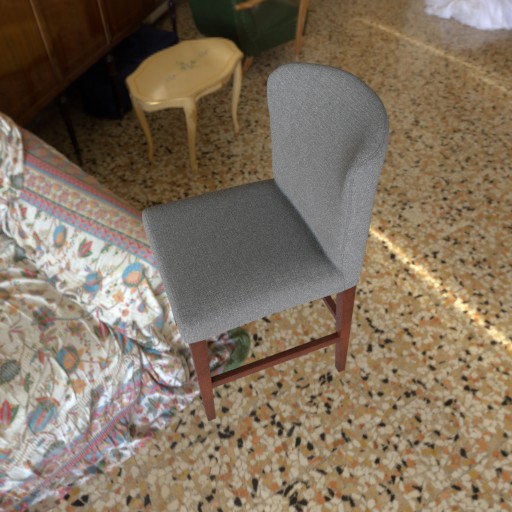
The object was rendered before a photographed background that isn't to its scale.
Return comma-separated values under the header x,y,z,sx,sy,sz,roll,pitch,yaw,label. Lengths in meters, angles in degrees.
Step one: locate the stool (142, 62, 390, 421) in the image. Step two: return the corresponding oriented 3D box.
x,y,z,sx,sy,sz,roll,pitch,yaw,label
0.000,0.000,1.314,0.568,0.968,0.479,-16,49,-15,stool
